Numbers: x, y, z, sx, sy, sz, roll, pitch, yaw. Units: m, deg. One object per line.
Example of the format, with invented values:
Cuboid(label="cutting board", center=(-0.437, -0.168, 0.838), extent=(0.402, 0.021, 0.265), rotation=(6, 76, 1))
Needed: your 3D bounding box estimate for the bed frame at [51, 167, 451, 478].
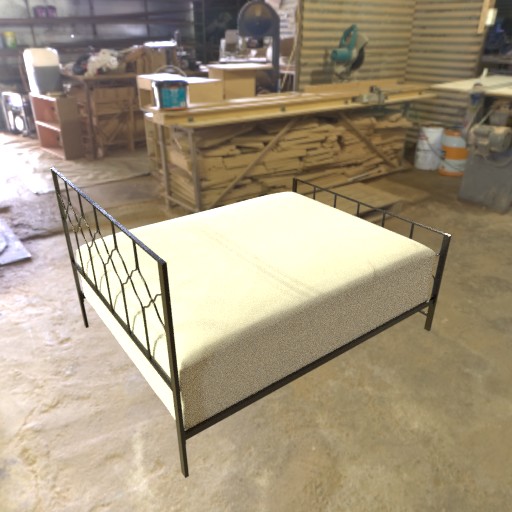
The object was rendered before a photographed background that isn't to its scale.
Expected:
Cuboid(label="bed frame", center=(0.000, 0.000, 3.062), extent=(2.063, 1.222, 1.597), rotation=(-19, 33, -32))
